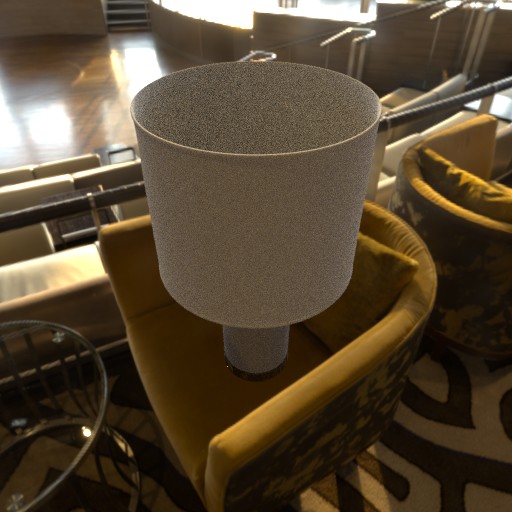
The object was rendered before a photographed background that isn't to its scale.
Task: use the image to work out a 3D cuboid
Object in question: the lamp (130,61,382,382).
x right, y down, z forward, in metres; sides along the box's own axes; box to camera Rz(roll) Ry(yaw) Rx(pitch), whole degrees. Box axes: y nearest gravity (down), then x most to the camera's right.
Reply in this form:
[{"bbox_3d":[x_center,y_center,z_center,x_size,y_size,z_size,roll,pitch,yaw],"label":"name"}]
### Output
[{"bbox_3d":[0.000,0.000,0.532,0.229,0.380,0.229,0,40,0],"label":"lamp"}]
